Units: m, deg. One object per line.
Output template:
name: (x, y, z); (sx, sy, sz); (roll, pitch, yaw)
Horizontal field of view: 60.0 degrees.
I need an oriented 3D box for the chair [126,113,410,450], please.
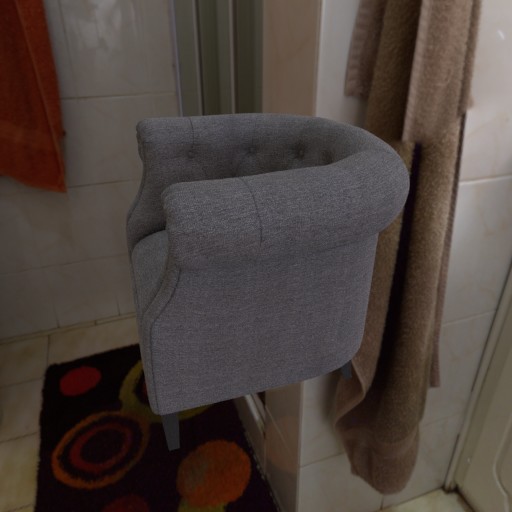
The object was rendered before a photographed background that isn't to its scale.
chair: (0.000, 0.000, 1.532); (0.852, 0.827, 0.905); (-9, 31, -15)
